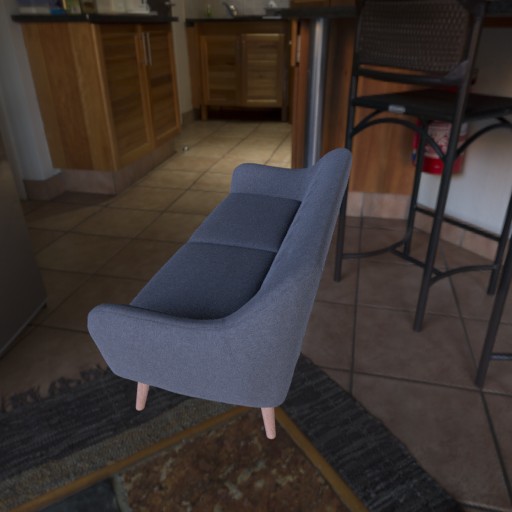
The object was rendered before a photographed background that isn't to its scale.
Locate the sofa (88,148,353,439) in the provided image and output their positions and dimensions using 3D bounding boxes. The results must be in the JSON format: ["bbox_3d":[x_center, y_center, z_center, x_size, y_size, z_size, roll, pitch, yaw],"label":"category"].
[{"bbox_3d":[0.000,0.000,2.316,0.820,0.820,1.840,7,30,13],"label":"sofa"}]
